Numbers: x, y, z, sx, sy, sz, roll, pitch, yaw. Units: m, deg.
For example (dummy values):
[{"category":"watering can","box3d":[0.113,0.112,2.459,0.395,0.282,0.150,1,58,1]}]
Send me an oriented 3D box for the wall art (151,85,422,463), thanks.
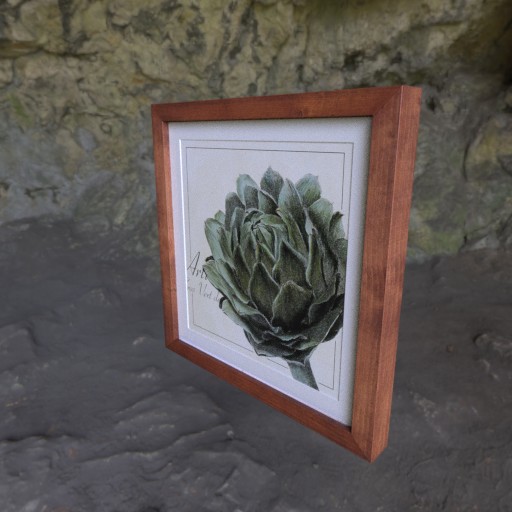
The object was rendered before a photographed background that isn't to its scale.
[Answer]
[{"category":"wall art","box3d":[0.000,0.000,0.572,0.386,0.385,0.038,15,21,42]}]
